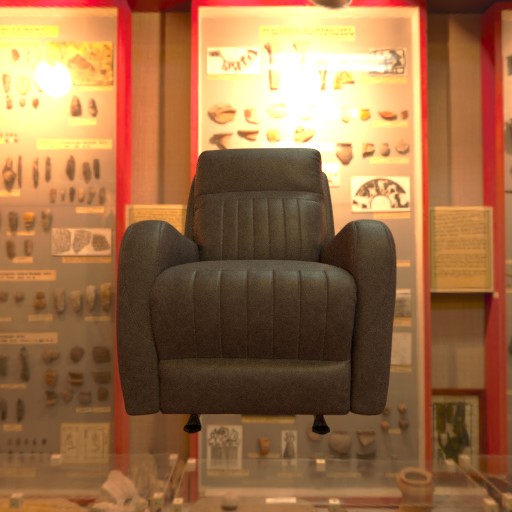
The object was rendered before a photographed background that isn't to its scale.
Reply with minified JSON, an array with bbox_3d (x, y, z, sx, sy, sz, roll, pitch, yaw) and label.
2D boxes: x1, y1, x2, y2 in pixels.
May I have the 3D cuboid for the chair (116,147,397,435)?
[{"bbox_3d":[0.000,0.000,1.772,0.865,1.067,1.067,0,-1,1],"label":"chair"}]
